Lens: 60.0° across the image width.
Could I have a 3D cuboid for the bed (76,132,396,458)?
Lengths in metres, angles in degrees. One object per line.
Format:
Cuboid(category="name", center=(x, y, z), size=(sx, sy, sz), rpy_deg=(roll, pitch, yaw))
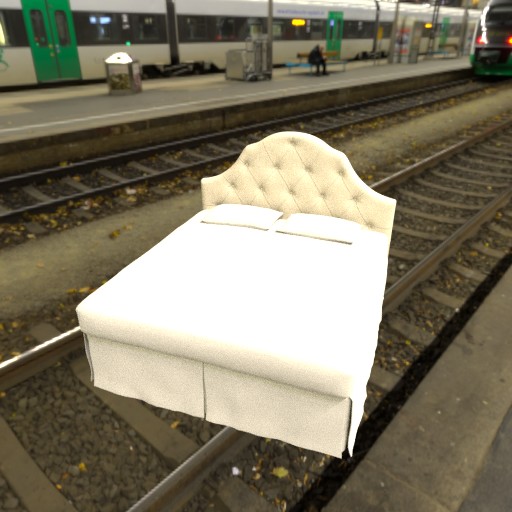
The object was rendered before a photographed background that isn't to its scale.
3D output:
Cuboid(category="bed", center=(0.000, 0.000, 3.521), size=(2.012, 1.555, 2.086), rpy_deg=(9, 28, 18))
